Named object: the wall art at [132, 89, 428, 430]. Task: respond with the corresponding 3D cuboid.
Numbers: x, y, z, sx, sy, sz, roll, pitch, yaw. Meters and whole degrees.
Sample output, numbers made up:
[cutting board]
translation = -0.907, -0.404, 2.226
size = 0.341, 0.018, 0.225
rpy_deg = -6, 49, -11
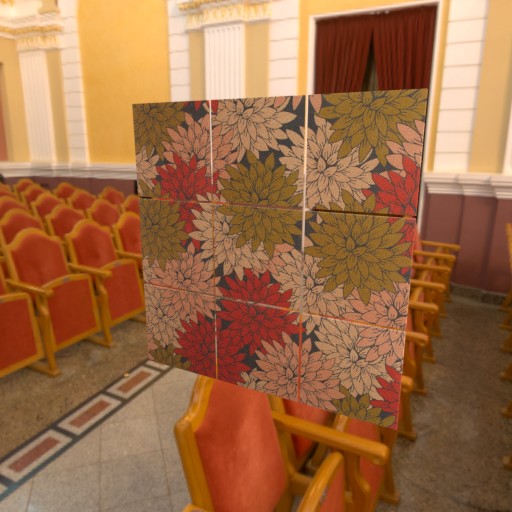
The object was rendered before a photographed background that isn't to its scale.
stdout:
[wall art]
translation = 0.000, 0.000, 2.271
size = 1.519, 1.534, 0.013
rpy_deg = 7, 16, 27
